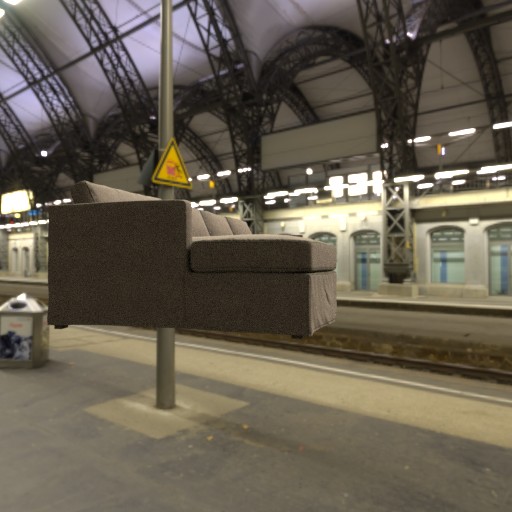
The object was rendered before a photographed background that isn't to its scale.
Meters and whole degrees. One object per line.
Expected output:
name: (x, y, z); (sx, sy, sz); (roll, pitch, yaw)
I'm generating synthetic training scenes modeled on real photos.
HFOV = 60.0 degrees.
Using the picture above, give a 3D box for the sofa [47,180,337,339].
sofa: (0.000, 0.000, 3.904); (1.650, 0.922, 3.205); (0, -1, 18)
